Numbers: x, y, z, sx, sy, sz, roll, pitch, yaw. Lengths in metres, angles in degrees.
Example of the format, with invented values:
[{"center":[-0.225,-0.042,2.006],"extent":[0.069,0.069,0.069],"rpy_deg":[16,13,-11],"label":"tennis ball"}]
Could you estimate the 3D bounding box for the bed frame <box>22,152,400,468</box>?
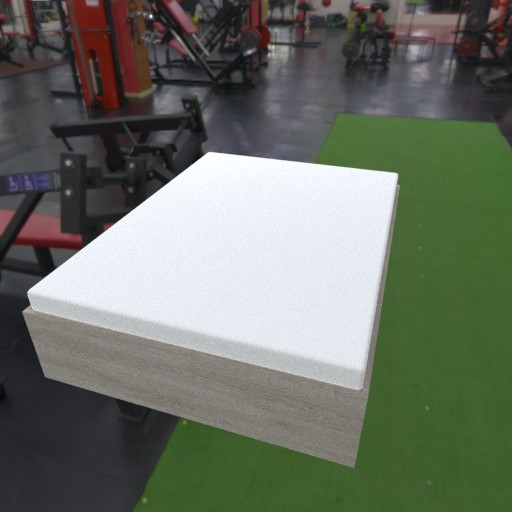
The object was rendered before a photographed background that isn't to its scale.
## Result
[{"center":[0.000,0.000,2.552],"extent":[1.448,0.490,1.944],"rpy_deg":[10,33,16],"label":"bed frame"}]
